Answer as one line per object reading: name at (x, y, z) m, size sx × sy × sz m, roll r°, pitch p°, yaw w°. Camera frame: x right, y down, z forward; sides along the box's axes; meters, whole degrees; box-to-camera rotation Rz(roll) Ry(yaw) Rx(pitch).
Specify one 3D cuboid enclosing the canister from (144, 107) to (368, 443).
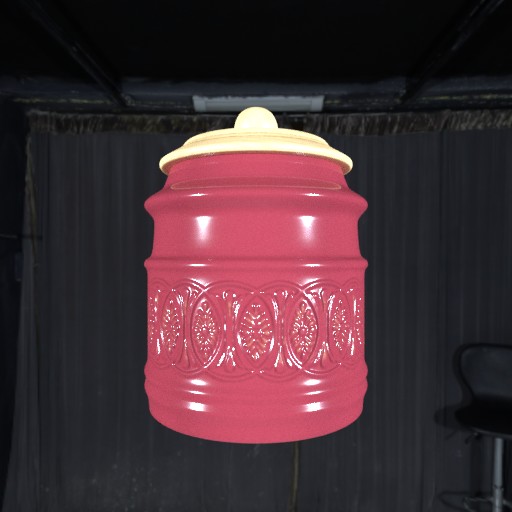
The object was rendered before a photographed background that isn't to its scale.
canister at (0.000, 0.000, 0.265) m, size 0.130 × 0.176 × 0.130 m, roll 0°, pitch 0°, yaw 0°
